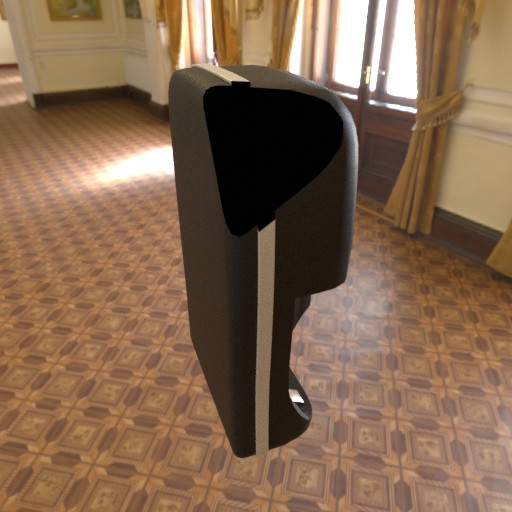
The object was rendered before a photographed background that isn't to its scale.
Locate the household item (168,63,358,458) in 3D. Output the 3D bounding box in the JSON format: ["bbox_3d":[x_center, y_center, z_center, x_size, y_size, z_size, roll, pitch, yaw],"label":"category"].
[{"bbox_3d":[0.000,0.000,0.145,0.038,0.114,0.070,-10,31,-18],"label":"household item"}]
